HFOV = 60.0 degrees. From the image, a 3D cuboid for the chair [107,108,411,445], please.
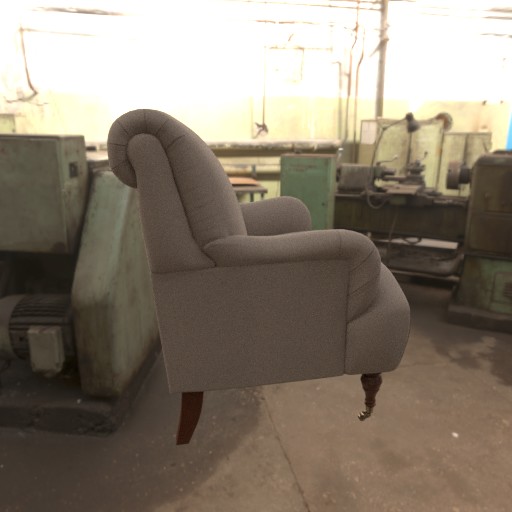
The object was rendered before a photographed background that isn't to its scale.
[{"bbox_3d":[0.000,0.000,1.525,0.842,0.942,0.766,-3,16,-10],"label":"chair"}]
